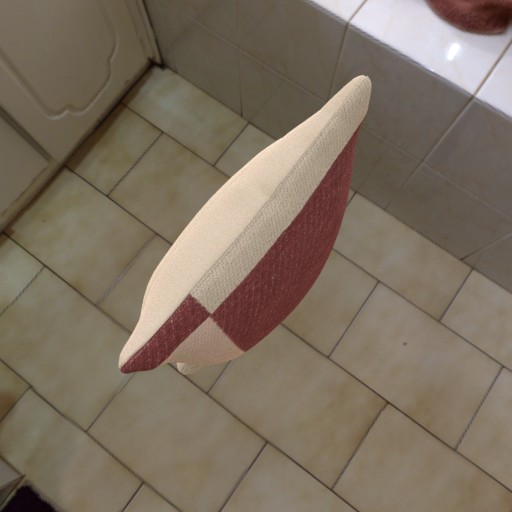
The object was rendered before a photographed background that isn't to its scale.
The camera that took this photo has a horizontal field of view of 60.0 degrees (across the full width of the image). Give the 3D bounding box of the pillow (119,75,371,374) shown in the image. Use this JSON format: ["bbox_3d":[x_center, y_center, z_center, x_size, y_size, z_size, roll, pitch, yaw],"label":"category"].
[{"bbox_3d":[0.000,0.000,0.808,0.229,0.506,0.536,38,79,9],"label":"pillow"}]
